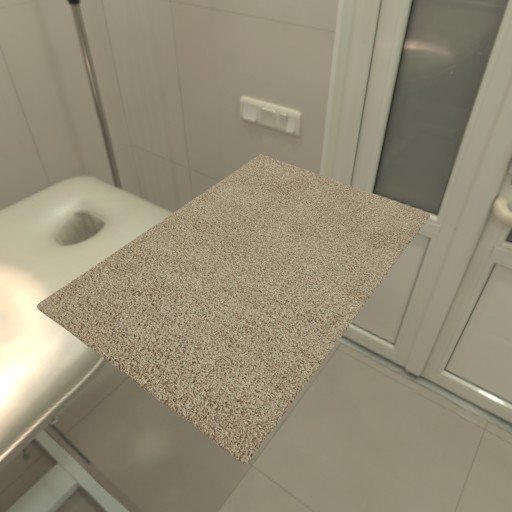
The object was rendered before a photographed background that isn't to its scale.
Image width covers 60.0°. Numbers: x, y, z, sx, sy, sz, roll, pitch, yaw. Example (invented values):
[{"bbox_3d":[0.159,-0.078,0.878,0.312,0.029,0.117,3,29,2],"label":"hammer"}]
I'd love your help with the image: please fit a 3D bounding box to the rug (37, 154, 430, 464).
[{"bbox_3d":[0.000,0.000,2.312,1.219,0.030,1.778,26,48,26],"label":"rug"}]
